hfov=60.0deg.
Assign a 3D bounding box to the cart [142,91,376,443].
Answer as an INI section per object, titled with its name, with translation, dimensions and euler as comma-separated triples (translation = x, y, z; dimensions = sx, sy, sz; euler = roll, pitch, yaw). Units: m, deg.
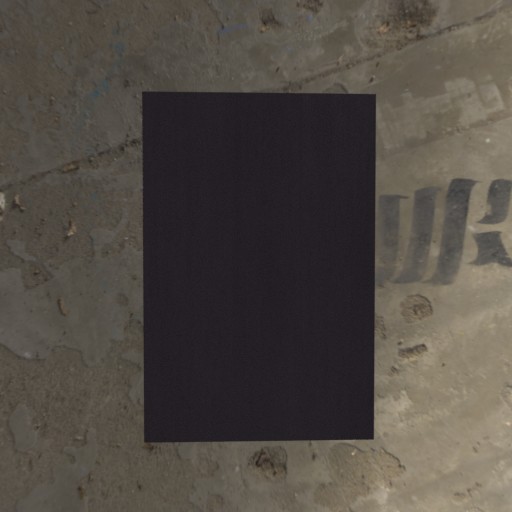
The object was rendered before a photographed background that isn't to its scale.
[cart]
translation = 0.000, 0.000, 1.274
dimensions = 0.449, 0.878, 0.690
euler = 0, 91, -2
